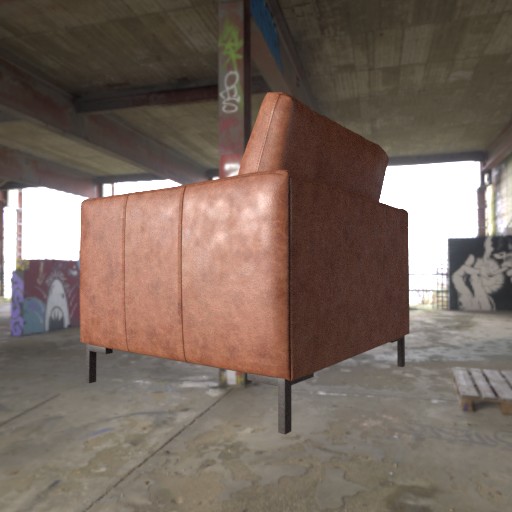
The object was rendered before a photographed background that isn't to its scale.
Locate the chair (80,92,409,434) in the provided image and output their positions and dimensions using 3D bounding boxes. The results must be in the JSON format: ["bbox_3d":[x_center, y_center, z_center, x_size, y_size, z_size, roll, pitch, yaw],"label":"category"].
[{"bbox_3d":[0.000,0.000,1.655,0.862,0.869,0.967,-1,-2,36],"label":"chair"}]
